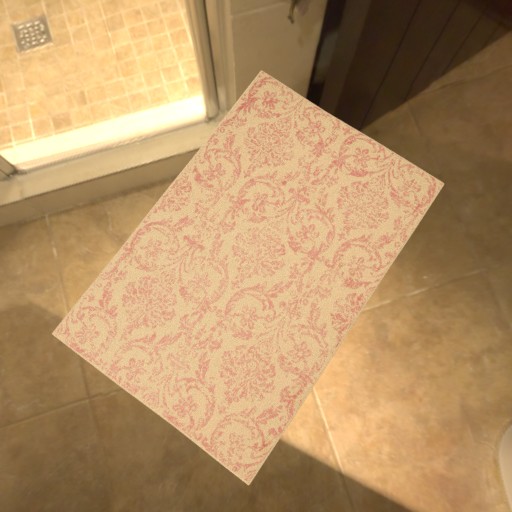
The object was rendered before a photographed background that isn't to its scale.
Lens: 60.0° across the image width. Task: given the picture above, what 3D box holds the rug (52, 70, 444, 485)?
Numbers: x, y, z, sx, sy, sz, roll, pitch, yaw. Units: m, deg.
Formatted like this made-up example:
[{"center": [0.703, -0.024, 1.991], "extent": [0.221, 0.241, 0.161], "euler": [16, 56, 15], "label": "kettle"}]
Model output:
[{"center": [0.000, 0.000, 3.460], "extent": [1.819, 0.018, 2.746], "euler": [34, 79, 7], "label": "rug"}]
